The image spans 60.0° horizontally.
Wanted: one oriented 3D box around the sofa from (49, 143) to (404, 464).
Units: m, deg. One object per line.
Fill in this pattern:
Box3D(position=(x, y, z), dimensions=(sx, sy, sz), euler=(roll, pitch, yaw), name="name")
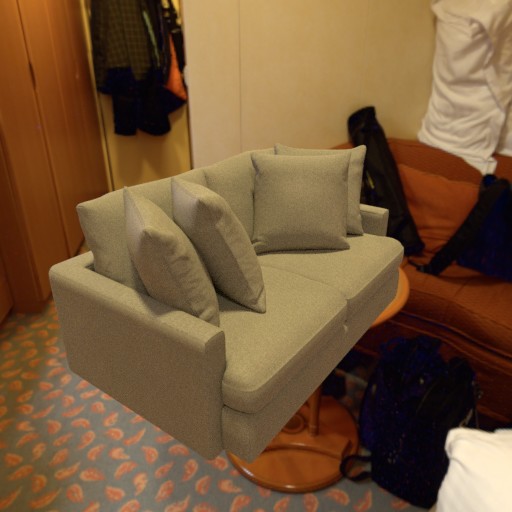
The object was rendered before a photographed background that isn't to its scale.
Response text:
Box3D(position=(0.000, 0.000, 2.579), dimensions=(1.228, 1.080, 1.869), euler=(17, 30, 32), name="sofa")
